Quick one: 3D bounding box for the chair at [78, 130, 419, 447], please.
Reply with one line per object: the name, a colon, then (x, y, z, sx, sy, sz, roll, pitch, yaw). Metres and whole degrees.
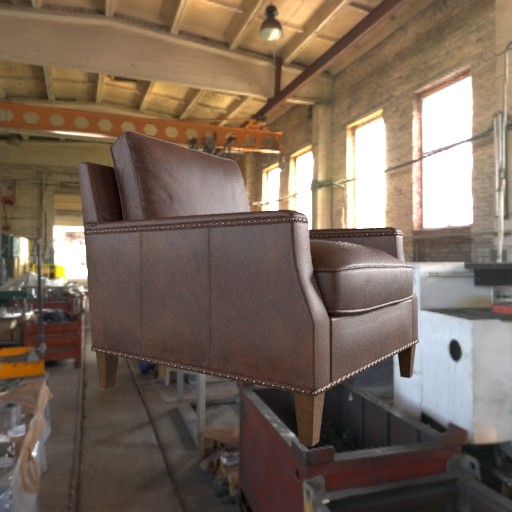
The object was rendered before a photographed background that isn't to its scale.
chair: (0.000, 0.000, 1.662, 1.014, 0.929, 0.853, 0, -1, 36)
